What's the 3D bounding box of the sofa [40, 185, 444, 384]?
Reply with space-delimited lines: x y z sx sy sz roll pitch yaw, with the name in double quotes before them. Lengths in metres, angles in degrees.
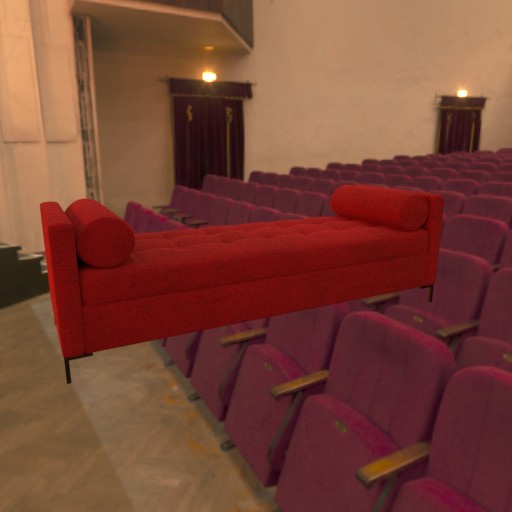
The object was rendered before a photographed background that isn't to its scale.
"sofa" 0.000 0.000 2.338 1.981 0.635 0.686 -7 16 -27
